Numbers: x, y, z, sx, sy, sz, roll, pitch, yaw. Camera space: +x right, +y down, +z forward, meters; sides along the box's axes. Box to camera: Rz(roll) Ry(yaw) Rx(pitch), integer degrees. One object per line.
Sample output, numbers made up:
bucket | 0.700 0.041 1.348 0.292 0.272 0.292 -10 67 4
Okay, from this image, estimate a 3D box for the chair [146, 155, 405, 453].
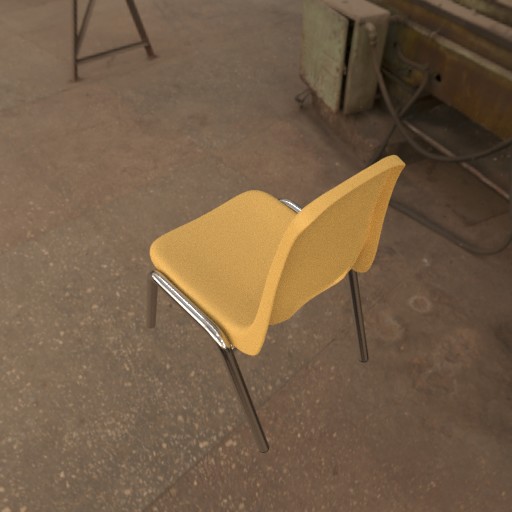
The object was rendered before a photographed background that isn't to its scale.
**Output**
chair | 0.000 0.000 0.847 0.354 0.586 0.423 -32 54 -27
